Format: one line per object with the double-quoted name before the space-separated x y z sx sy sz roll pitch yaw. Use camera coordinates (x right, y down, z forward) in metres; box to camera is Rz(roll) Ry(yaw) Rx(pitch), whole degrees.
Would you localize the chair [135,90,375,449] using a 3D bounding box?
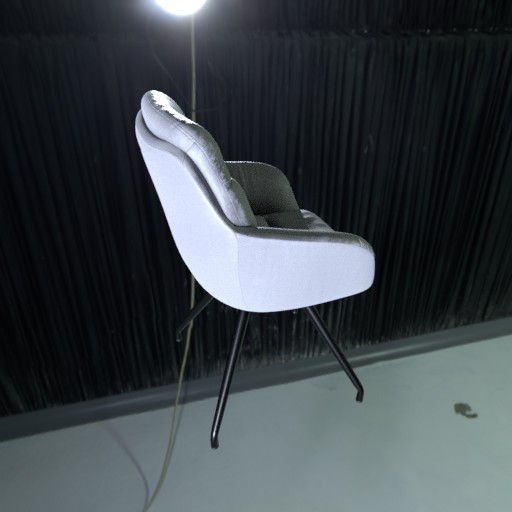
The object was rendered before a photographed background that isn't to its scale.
"chair" 0.000 0.000 1.276 0.569 0.888 0.579 -11 32 -18
